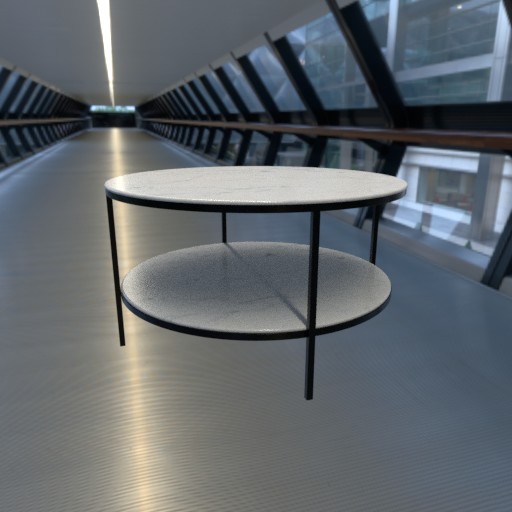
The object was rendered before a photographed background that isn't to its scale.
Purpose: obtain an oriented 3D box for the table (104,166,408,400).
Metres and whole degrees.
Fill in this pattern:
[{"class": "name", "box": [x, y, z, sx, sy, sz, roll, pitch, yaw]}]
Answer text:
[{"class": "table", "box": [0.000, 0.000, 1.291, 0.800, 0.450, 0.800, 0, 16, 0]}]
